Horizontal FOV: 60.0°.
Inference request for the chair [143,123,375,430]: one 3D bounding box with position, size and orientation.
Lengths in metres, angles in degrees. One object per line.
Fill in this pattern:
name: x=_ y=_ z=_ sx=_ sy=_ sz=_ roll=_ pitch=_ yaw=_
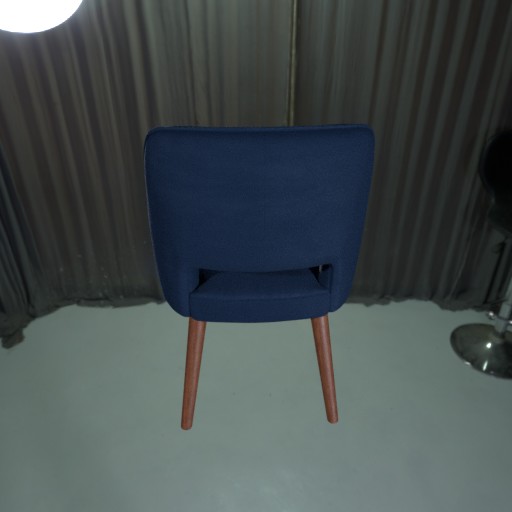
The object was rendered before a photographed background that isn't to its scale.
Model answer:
chair: x=0.000 y=0.000 z=1.240 sx=0.559 sy=0.844 sz=0.591 roll=-2 pitch=30 yaw=-3
